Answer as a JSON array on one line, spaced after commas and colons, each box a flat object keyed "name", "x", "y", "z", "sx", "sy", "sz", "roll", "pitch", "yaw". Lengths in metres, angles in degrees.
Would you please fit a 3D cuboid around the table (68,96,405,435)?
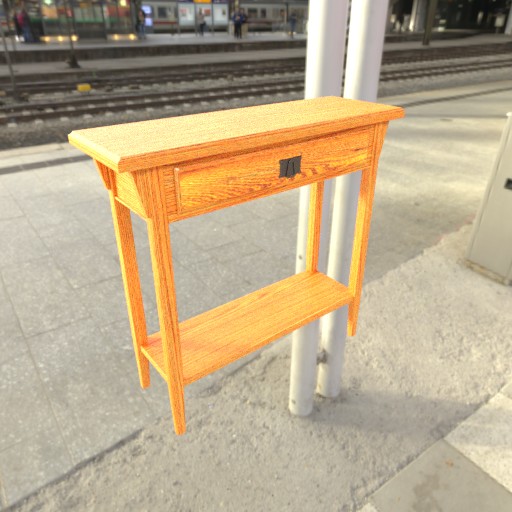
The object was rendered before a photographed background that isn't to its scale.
[{"name": "table", "x": 0.000, "y": 0.000, "z": 1.174, "sx": 0.762, "sy": 0.711, "sz": 0.254, "roll": -20, "pitch": 34, "yaw": -33}]
